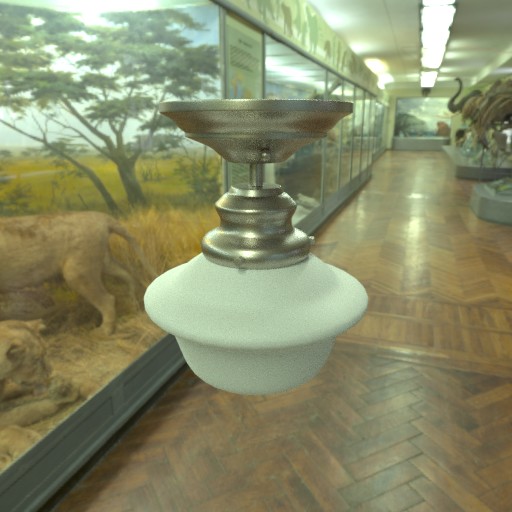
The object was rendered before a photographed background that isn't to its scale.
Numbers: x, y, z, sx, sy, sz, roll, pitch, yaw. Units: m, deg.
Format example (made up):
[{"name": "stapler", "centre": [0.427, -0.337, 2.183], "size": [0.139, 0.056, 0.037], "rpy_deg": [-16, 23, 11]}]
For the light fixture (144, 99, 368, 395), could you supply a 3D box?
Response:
[{"name": "light fixture", "centre": [0.000, 0.000, 0.390], "size": [0.199, 0.254, 0.199], "rpy_deg": [0, 17, 0]}]
